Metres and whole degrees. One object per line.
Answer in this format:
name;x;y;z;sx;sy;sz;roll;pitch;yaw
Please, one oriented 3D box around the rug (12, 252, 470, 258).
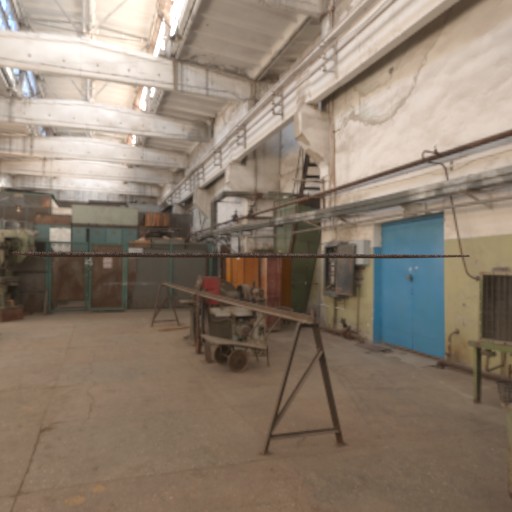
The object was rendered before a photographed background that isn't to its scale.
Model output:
rug;0.000;0.000;2.469;2.296;0.011;0.691;0;-1;-17
